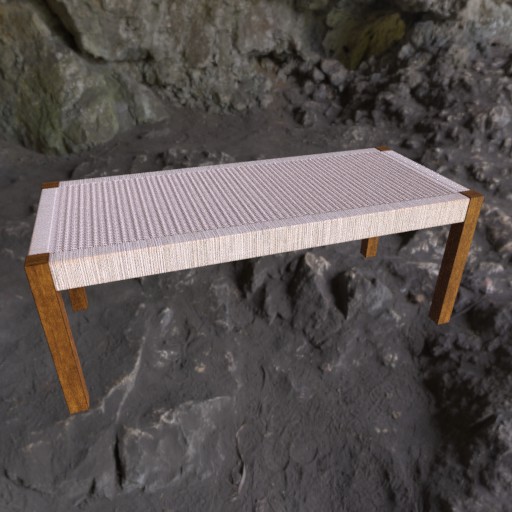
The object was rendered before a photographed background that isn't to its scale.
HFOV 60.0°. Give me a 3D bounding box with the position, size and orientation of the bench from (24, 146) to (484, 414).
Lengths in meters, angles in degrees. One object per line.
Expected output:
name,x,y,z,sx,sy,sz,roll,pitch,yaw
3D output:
bench,0.000,0.000,1.416,1.198,0.457,0.507,-10,32,-16
